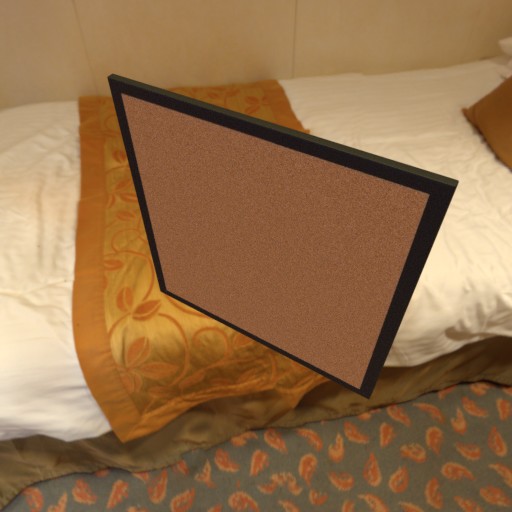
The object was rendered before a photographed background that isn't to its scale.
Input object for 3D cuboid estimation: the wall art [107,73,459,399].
[{"bbox_3d":[0.000,0.000,0.978,0.663,0.659,0.016,24,51,21],"label":"wall art"}]
